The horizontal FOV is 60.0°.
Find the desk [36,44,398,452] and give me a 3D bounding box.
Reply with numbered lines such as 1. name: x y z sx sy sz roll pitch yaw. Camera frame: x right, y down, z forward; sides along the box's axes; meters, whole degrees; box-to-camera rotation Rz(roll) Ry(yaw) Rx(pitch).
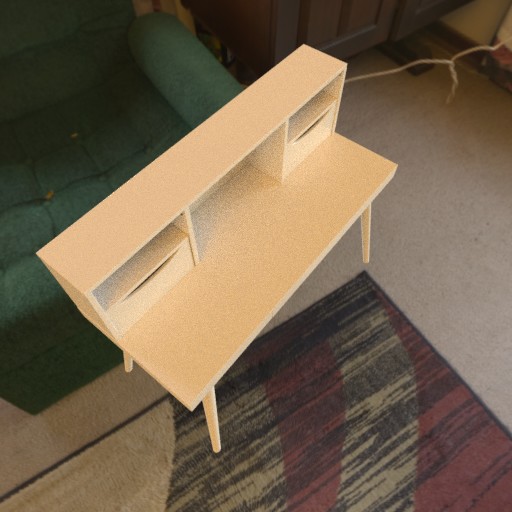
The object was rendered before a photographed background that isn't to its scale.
1. desk: 0.000 0.000 1.735 0.559 0.990 1.199 34 64 20
